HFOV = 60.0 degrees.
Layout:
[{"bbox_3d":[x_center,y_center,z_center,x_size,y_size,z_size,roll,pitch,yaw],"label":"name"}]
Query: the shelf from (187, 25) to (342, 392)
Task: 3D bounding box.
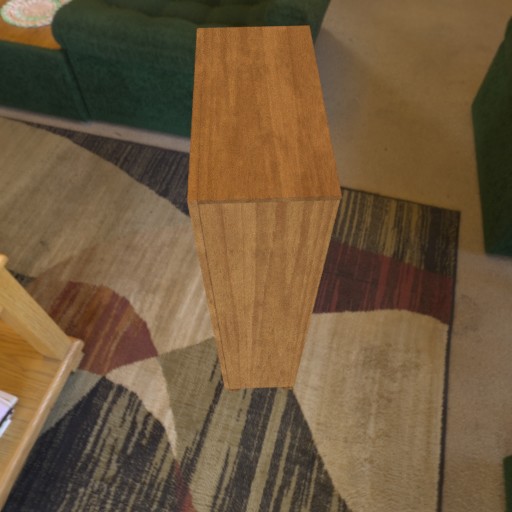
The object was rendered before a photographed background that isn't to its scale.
[{"bbox_3d":[0.000,0.000,2.292,0.453,1.930,0.864,-2,57,-1],"label":"shelf"}]
